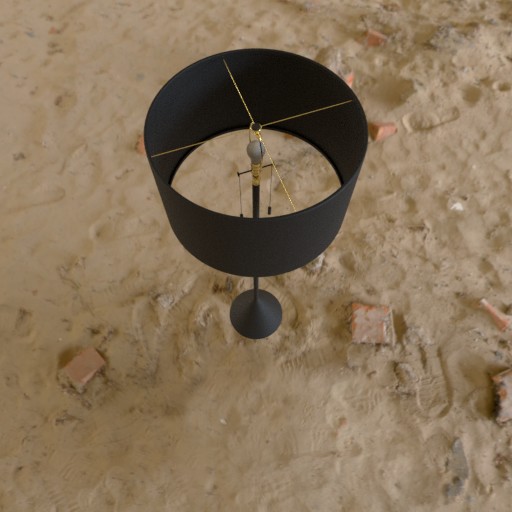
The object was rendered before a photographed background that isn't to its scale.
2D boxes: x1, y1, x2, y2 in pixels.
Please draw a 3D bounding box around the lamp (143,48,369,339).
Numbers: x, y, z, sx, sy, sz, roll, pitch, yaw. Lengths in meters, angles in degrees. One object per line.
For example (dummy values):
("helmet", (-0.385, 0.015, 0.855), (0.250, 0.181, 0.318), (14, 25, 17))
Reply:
("lamp", (0.000, 0.000, 1.828), (0.580, 1.526, 0.580), (-18, 65, -9))
